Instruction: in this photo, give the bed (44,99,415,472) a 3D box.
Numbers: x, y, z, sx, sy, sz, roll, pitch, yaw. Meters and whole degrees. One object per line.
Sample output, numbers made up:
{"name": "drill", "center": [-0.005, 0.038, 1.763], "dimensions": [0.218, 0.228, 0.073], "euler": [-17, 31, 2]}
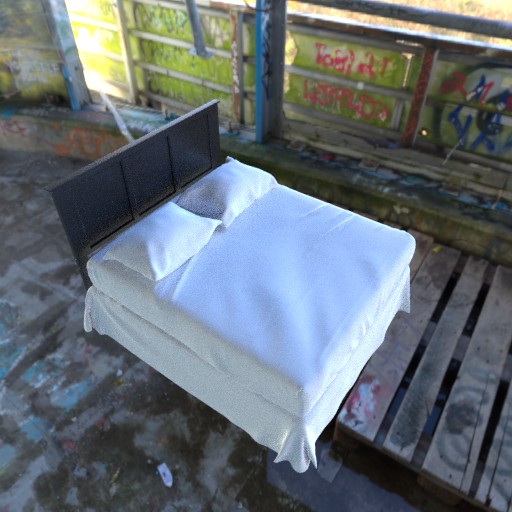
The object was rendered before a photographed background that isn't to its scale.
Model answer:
{"name": "bed", "center": [0.000, 0.000, 3.205], "dimensions": [2.050, 1.270, 1.870], "euler": [26, 48, 26]}
